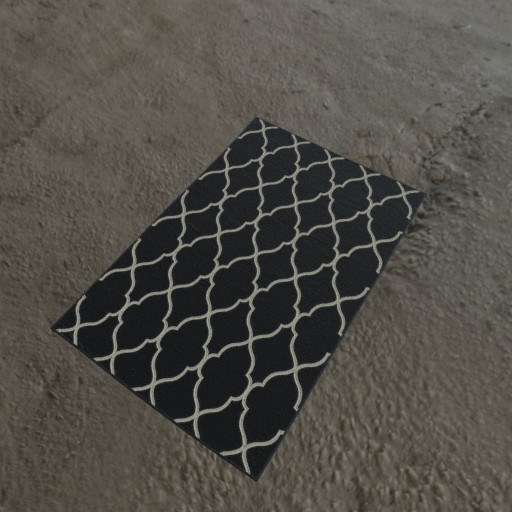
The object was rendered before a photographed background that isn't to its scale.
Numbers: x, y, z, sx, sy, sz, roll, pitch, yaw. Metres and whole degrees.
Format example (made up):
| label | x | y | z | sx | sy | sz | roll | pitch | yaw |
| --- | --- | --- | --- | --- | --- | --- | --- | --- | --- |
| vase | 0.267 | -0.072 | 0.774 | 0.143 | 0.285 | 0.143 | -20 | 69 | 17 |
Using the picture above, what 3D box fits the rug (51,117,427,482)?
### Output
| label | x | y | z | sx | sy | sz | roll | pitch | yaw |
| --- | --- | --- | --- | --- | --- | --- | --- | --- | --- |
| rug | 0.000 | 0.000 | 2.986 | 1.526 | 0.014 | 2.290 | 29 | 63 | 17 |
